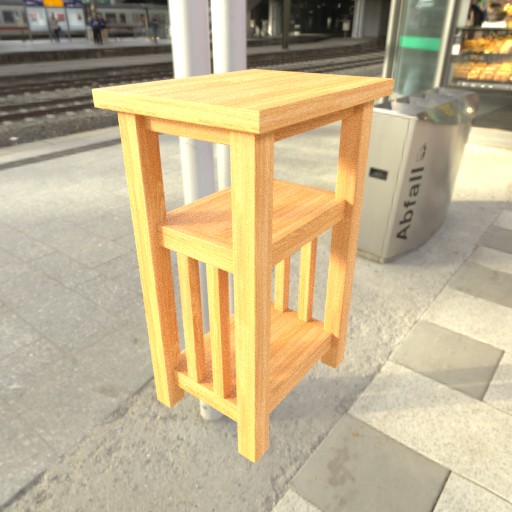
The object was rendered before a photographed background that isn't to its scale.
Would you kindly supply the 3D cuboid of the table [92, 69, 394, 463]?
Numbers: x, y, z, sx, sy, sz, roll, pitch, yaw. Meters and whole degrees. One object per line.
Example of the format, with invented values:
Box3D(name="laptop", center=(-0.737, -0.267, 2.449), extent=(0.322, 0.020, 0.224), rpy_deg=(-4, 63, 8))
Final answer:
Box3D(name="table", center=(0.000, 0.000, 0.753), extent=(0.270, 0.550, 0.350), rpy_deg=(19, 33, 32))
